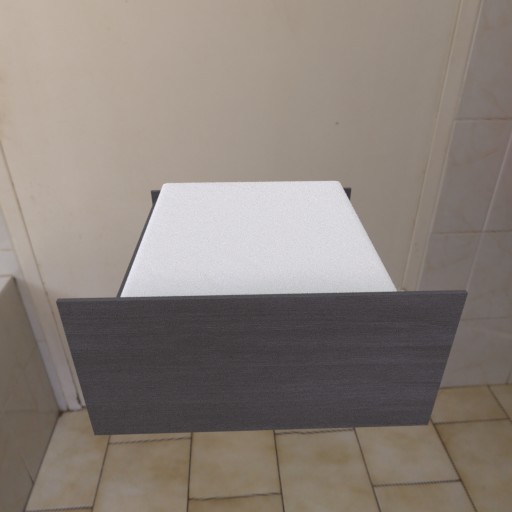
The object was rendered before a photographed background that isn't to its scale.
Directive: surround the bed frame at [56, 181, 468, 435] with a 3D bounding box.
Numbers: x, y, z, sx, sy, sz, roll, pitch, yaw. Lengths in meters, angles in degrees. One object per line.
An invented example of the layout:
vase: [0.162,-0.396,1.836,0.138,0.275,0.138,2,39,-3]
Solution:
bed frame: [0.000,0.000,2.787,1.622,0.800,1.960,-1,31,-2]
